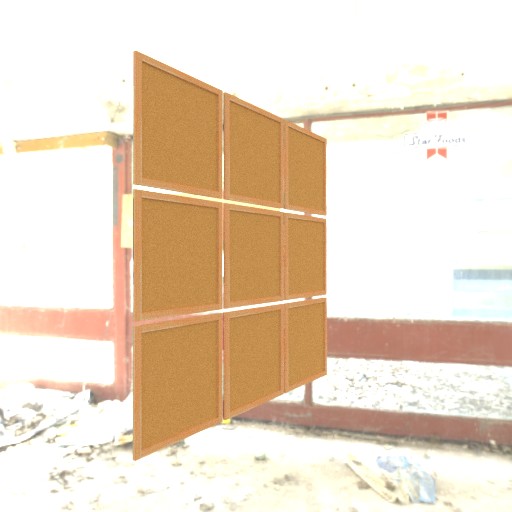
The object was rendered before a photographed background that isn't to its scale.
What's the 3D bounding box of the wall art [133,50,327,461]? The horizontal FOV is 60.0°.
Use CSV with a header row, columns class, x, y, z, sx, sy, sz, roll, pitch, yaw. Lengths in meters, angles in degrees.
class,x,y,z,sx,sy,sz,roll,pitch,yaw
wall art,0.000,0.000,1.806,0.013,1.220,1.216,0,0,37
